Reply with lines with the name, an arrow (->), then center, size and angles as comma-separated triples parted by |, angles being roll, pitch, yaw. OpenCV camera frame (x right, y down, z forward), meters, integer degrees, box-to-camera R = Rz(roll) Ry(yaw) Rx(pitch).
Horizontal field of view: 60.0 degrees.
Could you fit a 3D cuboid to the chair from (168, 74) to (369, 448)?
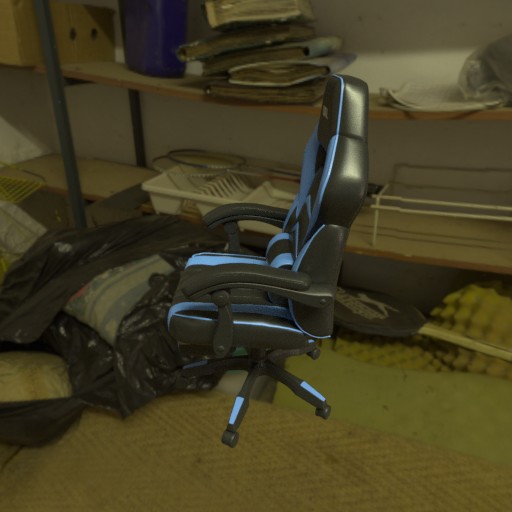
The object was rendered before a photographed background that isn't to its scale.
chair -> 0.000, 0.000, 1.692 | 0.700, 1.280, 0.700 | 0, 26, 0
